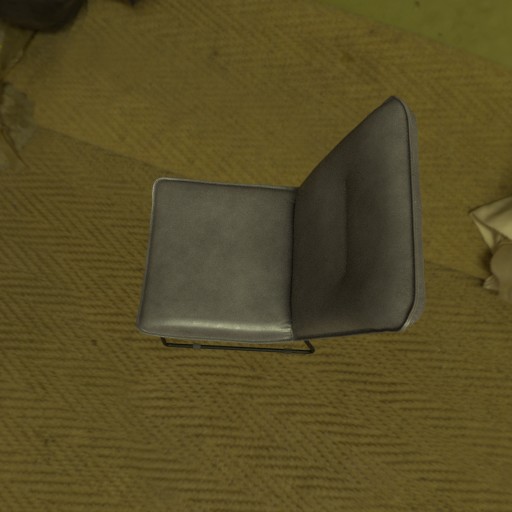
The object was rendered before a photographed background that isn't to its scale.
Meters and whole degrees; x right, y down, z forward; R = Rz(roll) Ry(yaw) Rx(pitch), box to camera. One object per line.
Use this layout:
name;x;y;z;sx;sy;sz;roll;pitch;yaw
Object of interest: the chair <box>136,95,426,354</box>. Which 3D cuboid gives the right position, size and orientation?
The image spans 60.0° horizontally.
chair;0.000;0.000;1.333;0.688;0.932;0.515;3;75;1
